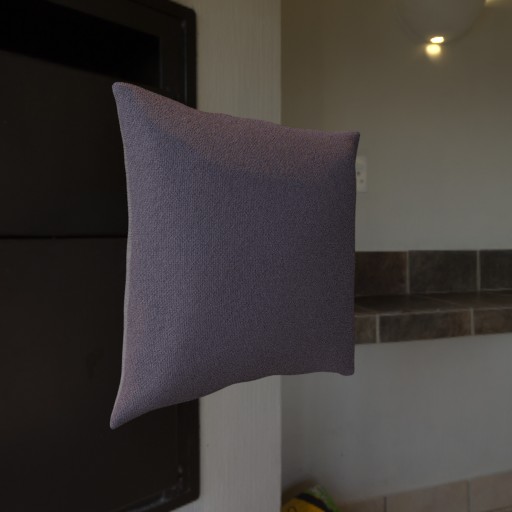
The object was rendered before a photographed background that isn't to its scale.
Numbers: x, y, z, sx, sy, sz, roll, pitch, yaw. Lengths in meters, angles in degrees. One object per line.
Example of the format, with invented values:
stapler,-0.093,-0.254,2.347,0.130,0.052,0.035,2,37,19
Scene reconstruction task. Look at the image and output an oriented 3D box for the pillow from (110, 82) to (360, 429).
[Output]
pillow,0.000,0.000,0.680,0.452,0.439,0.204,-1,2,-36
